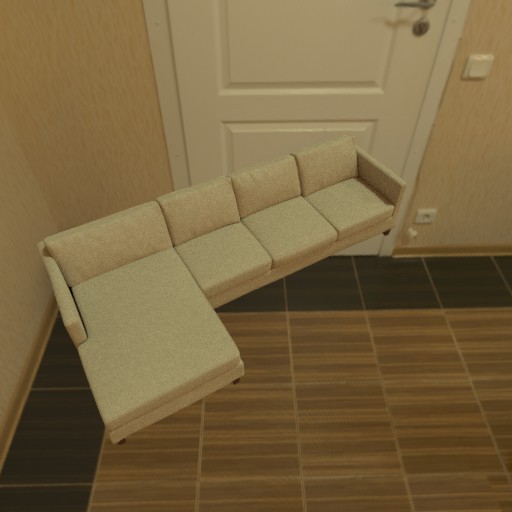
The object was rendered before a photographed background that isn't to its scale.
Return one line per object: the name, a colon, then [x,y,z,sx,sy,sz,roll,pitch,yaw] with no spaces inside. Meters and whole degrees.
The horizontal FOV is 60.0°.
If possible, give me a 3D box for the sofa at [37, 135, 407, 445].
sofa: [0.000,0.000,3.831,3.186,0.846,1.625,-23,50,-21]
